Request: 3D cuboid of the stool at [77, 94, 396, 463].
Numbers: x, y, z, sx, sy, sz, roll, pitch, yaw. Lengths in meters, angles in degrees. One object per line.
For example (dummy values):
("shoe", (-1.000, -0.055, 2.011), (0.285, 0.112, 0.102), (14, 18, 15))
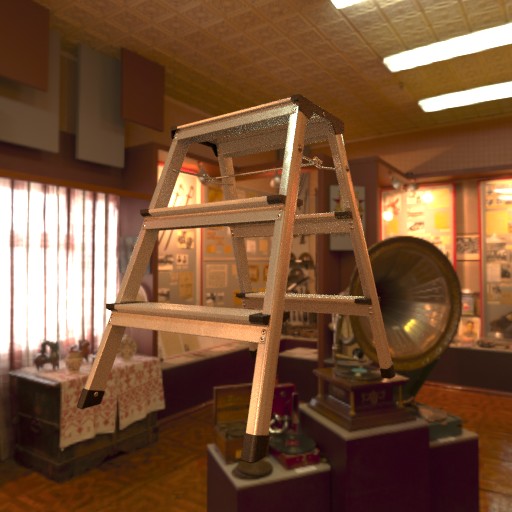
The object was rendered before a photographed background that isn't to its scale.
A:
("stool", (0.000, 0.000, 1.011), (0.437, 0.605, 0.622), (-1, -2, 36))
